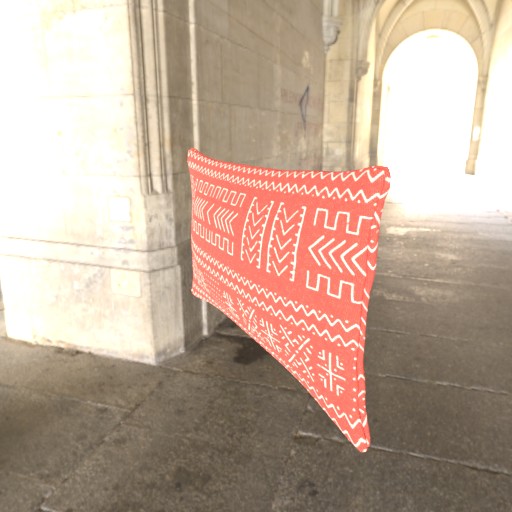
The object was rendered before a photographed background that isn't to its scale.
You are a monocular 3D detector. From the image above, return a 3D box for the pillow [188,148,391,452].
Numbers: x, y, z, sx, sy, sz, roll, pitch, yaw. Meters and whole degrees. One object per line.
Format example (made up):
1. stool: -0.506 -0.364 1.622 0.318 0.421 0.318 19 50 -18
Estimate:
1. pillow: 0.000 0.000 0.783 0.130 0.352 0.640 -8 17 -26
